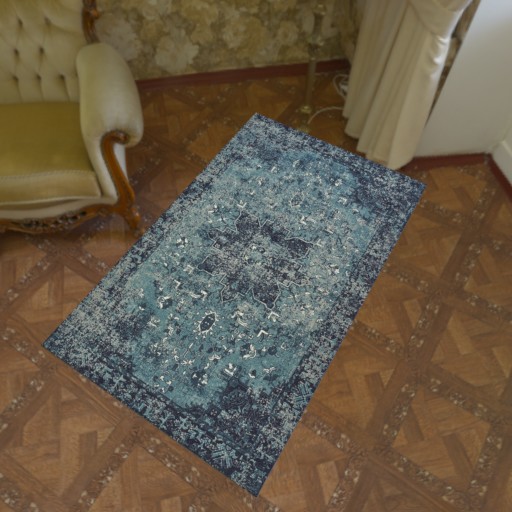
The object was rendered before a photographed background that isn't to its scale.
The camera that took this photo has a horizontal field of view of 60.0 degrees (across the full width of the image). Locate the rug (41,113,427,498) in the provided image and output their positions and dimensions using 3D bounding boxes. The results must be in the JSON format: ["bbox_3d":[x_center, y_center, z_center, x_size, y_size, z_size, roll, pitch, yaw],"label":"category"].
[{"bbox_3d":[0.000,0.000,2.993,1.525,0.007,2.440,28,62,16],"label":"rug"}]
